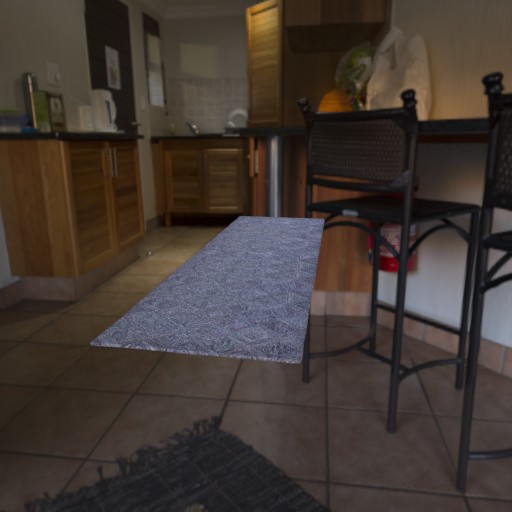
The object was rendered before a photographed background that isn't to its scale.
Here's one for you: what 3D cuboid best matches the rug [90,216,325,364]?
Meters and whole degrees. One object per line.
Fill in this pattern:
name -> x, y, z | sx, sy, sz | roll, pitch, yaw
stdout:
rug -> 0.000, 0.000, 2.474 | 0.691, 0.011, 2.296 | 3, 16, 10
